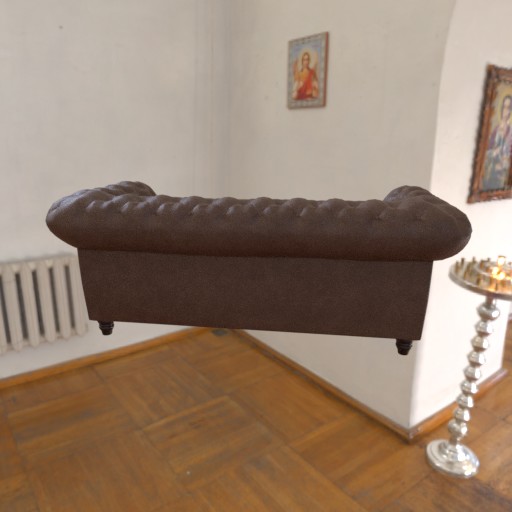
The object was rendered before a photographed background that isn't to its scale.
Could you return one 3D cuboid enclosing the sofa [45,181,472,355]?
[{"bbox_3d":[0.000,0.000,2.515,2.048,0.784,0.955,2,15,8],"label":"sofa"}]
